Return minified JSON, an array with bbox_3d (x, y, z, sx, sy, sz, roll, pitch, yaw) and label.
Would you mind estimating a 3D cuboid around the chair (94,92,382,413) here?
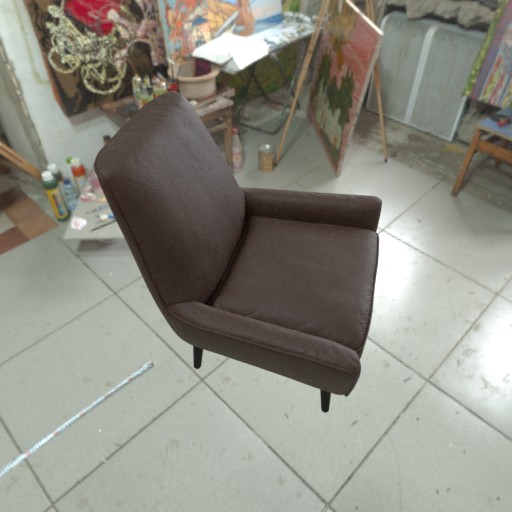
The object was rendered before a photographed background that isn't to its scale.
[{"bbox_3d":[0.000,0.000,1.525,0.824,0.888,0.787,11,46,11],"label":"chair"}]
